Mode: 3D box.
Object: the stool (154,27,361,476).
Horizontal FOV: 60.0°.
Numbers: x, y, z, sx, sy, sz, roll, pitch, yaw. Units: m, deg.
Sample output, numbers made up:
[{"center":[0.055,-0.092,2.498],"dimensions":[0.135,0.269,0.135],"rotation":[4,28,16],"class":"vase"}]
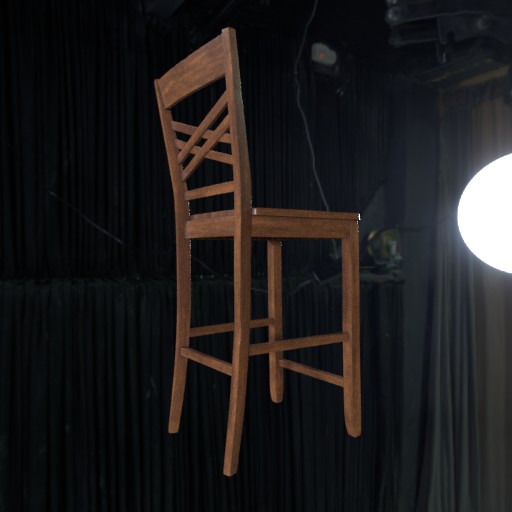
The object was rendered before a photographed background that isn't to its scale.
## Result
[{"center":[0.000,0.000,1.367],"dimensions":[0.504,1.098,0.426],"rotation":[-1,1,-37],"class":"stool"}]
